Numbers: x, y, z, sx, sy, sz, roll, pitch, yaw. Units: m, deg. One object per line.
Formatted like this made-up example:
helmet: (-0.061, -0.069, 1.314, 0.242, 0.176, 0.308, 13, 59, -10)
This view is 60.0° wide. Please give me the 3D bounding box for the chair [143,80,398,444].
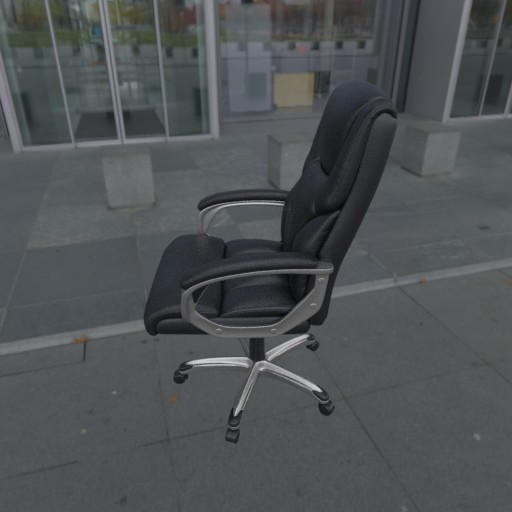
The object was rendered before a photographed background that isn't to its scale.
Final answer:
chair: (0.000, 0.000, 1.573, 0.739, 1.155, 0.663, -1, 28, -2)
